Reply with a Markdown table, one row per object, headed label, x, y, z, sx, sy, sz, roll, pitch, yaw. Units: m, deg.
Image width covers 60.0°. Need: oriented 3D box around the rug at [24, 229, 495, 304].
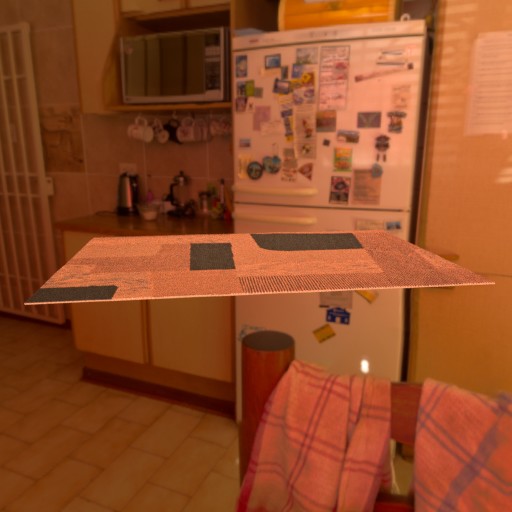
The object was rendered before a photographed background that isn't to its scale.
| label | x | y | z | sx | sy | sz | roll | pitch | yaw |
| --- | --- | --- | --- | --- | --- | --- | --- | --- | --- |
| rug | 0.000 | 0.000 | 2.994 | 2.436 | 0.015 | 1.521 | -2 | 14 | -7 |
